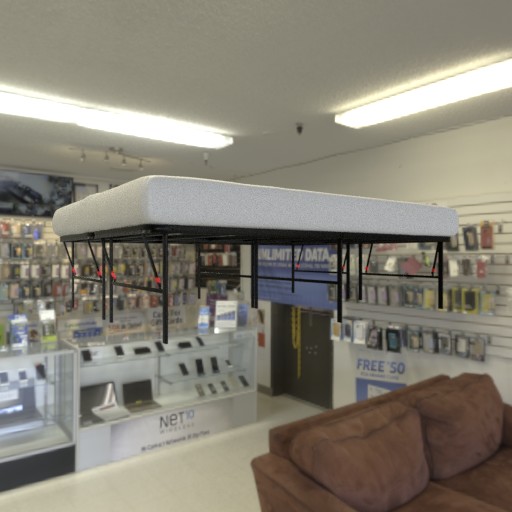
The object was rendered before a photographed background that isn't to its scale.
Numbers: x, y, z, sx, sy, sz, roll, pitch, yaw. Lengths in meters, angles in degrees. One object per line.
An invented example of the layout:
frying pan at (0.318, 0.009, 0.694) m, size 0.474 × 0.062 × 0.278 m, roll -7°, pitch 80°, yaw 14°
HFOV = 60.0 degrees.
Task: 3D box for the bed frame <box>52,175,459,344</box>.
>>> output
bed frame at (0.000, 0.000, 2.830) m, size 2.151 × 0.667 × 1.584 m, roll 0°, pitch 0°, yaw -36°
